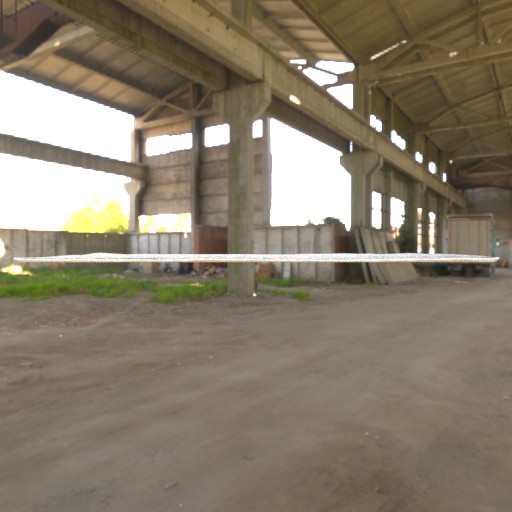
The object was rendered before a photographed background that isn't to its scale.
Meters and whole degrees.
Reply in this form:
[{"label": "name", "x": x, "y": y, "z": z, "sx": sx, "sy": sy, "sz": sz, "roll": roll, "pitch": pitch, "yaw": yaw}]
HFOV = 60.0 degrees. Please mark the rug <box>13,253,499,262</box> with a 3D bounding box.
[{"label": "rug", "x": 0.000, "y": 0.000, "z": 2.994, "sx": 2.447, "sy": 0.036, "sz": 1.537, "roll": 0, "pitch": 1, "yaw": -1}]
